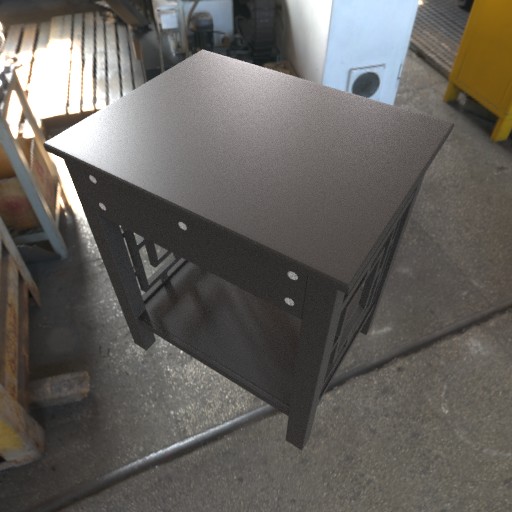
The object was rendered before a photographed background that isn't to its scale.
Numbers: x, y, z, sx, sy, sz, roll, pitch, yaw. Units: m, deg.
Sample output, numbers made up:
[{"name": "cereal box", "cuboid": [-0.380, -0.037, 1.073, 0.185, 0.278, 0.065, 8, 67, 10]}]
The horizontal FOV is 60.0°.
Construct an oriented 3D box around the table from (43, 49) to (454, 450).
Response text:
[{"name": "table", "cuboid": [0.000, 0.000, 1.008, 0.564, 0.646, 0.451, 26, 53, 21]}]
